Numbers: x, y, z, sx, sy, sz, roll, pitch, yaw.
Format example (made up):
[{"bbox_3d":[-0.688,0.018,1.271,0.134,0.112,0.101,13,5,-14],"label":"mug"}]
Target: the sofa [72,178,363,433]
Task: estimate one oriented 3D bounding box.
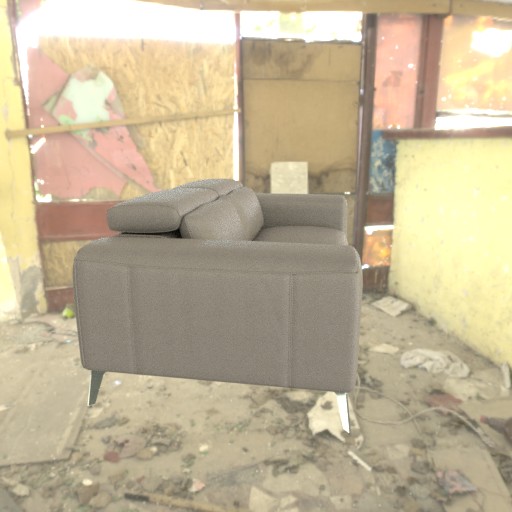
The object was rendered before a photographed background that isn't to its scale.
[{"bbox_3d":[0.000,0.000,2.421,1.024,0.753,1.930,2,14,9],"label":"sofa"}]
